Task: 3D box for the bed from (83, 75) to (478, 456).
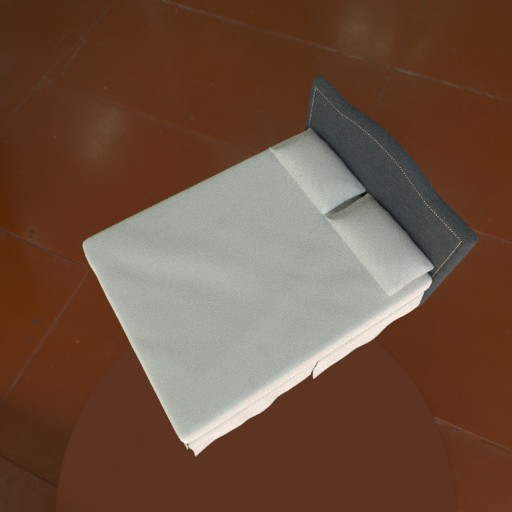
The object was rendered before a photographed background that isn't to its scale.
[{"bbox_3d":[0.000,0.000,3.947,2.689,1.457,2.161,-29,67,-14],"label":"bed"}]
